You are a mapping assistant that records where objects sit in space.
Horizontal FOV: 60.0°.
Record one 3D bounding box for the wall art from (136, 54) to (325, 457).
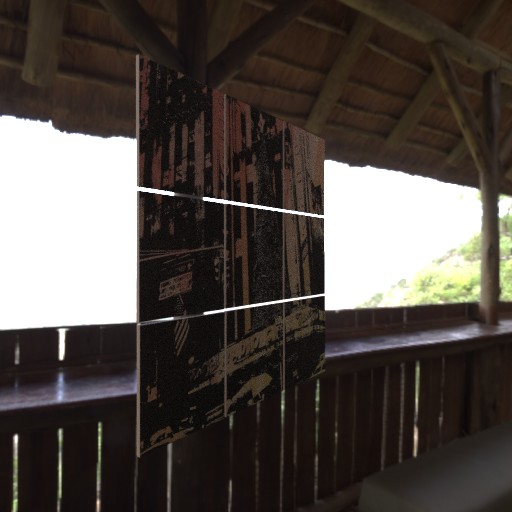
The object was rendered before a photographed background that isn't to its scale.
[{"bbox_3d":[0.000,0.000,2.294,0.017,1.521,1.527,0,0,36],"label":"wall art"}]
